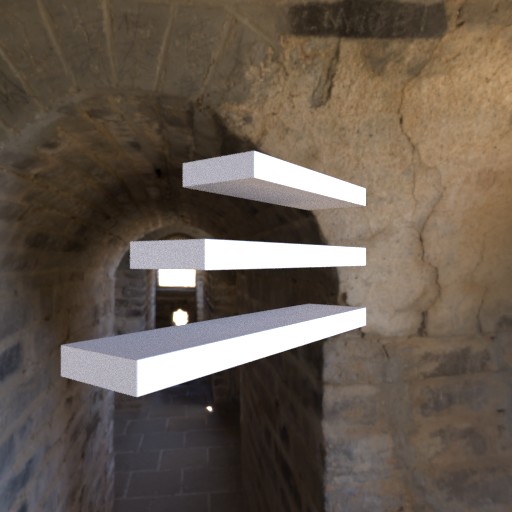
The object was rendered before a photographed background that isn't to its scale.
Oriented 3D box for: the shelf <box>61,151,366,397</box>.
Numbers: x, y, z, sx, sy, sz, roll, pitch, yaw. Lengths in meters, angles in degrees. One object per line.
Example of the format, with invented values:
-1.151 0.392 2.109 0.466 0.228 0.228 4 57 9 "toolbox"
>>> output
0.000 0.000 0.740 0.140 0.293 0.610 0 -1 36 "shelf"
